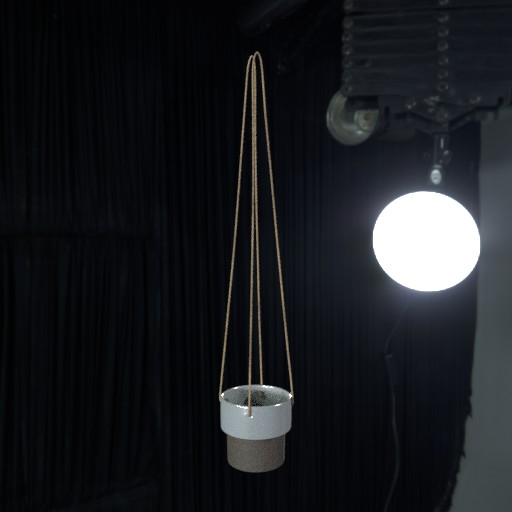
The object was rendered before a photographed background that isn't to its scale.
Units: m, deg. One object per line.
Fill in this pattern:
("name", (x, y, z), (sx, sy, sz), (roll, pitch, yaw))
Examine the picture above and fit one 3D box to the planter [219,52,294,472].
("planter", (0.000, 0.000, 1.172), (0.187, 1.073, 0.187), (0, 0, -36))
